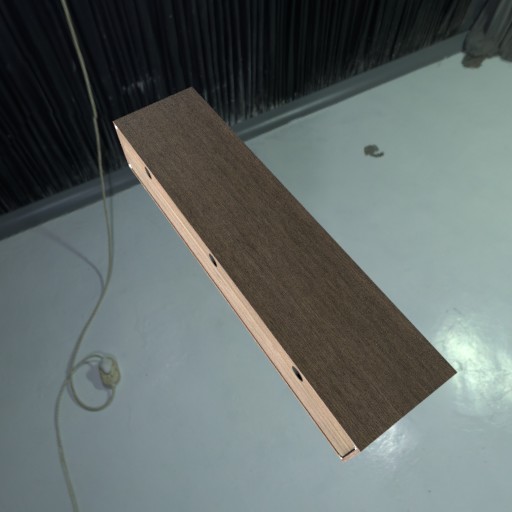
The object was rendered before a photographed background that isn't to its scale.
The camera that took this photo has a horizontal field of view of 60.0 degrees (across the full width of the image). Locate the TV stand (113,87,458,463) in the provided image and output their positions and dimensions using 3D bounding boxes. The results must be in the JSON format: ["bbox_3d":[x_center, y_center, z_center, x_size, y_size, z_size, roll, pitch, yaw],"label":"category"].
[{"bbox_3d":[0.000,0.000,1.690,0.366,0.409,1.482,-31,64,-17],"label":"TV stand"}]
